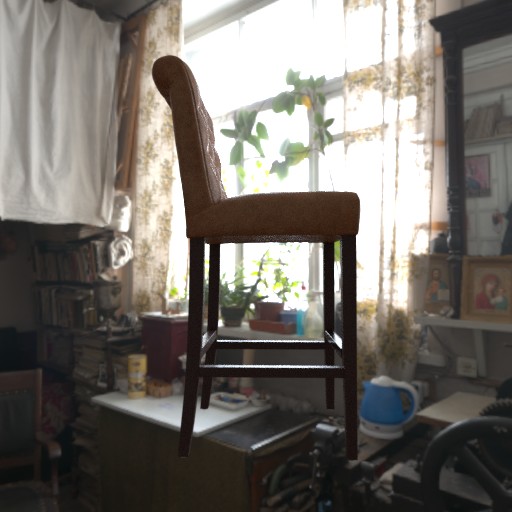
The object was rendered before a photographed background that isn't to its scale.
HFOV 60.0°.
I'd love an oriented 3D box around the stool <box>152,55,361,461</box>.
[{"bbox_3d":[0.000,0.000,1.462,0.601,1.140,0.493,0,-1,2],"label":"stool"}]
